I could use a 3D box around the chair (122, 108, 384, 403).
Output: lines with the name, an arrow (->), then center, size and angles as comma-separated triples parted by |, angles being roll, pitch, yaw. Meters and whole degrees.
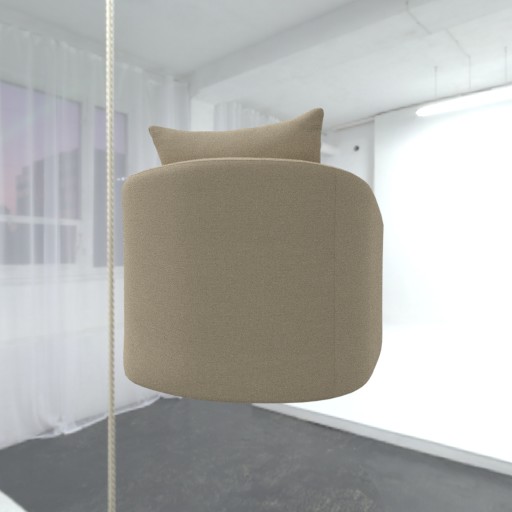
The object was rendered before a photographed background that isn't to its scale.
chair -> 0.000, 0.000, 1.602 | 0.845, 0.848, 0.910 | 0, -1, 20
